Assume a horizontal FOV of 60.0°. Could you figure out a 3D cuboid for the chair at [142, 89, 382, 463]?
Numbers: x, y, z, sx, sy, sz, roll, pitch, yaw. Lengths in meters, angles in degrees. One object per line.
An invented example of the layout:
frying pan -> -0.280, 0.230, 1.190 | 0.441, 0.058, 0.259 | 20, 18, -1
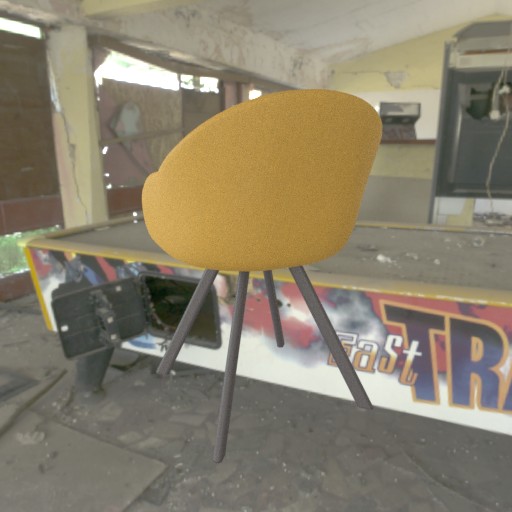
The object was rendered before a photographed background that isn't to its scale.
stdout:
chair -> 0.000, 0.000, 1.205 | 0.551, 0.793, 0.583 | -7, 15, -27
